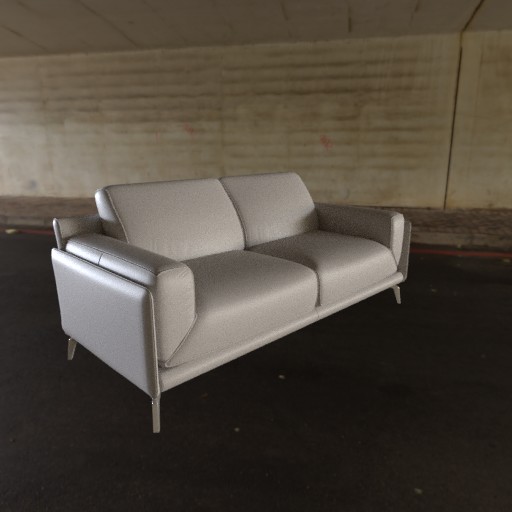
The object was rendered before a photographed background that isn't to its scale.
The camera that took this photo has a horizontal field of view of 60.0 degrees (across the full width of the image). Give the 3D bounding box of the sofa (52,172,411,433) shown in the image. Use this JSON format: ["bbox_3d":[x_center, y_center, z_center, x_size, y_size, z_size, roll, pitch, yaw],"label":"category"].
[{"bbox_3d":[0.000,0.000,2.657,1.049,0.930,2.101,14,20,43],"label":"sofa"}]
